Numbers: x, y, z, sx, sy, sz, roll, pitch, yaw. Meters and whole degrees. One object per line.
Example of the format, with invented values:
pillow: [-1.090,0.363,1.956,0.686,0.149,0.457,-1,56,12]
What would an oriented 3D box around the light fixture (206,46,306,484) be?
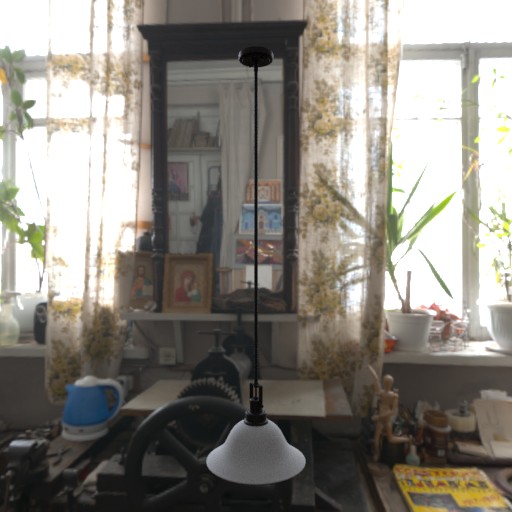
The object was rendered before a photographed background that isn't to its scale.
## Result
light fixture: [0.000,0.000,1.462,0.324,1.337,0.324,0,-1,-35]
